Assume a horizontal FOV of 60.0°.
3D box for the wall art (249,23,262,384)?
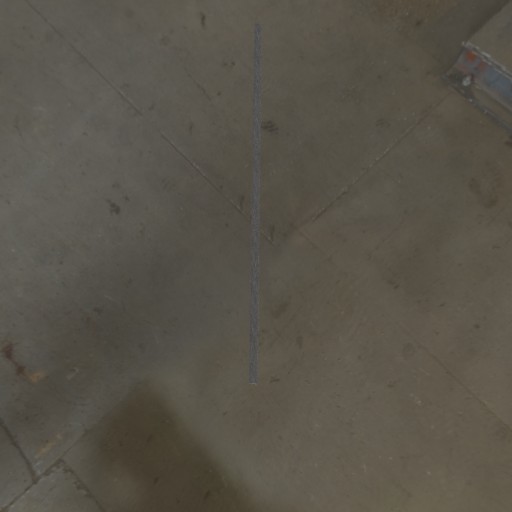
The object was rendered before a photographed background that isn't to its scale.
[{"bbox_3d":[0.000,0.000,1.461,0.016,1.116,0.810,1,74,0],"label":"wall art"}]
